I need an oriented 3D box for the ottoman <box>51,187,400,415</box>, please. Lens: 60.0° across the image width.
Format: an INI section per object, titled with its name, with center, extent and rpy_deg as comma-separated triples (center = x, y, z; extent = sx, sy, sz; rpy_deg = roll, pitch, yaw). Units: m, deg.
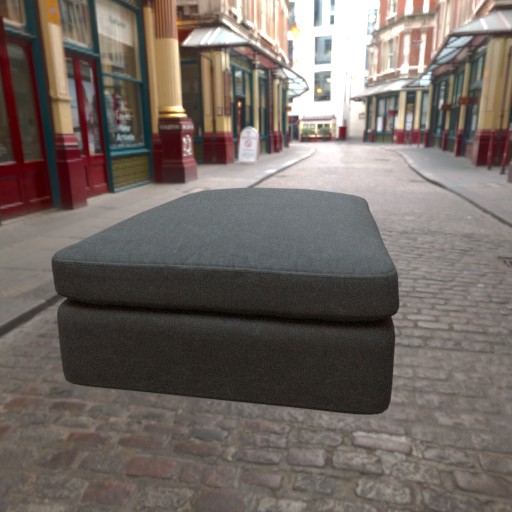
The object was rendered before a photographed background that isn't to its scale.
[ottoman]
center = 0.000, 0.000, 1.573
extent = 0.840, 0.429, 1.199
rpy_deg = 3, 15, 10
